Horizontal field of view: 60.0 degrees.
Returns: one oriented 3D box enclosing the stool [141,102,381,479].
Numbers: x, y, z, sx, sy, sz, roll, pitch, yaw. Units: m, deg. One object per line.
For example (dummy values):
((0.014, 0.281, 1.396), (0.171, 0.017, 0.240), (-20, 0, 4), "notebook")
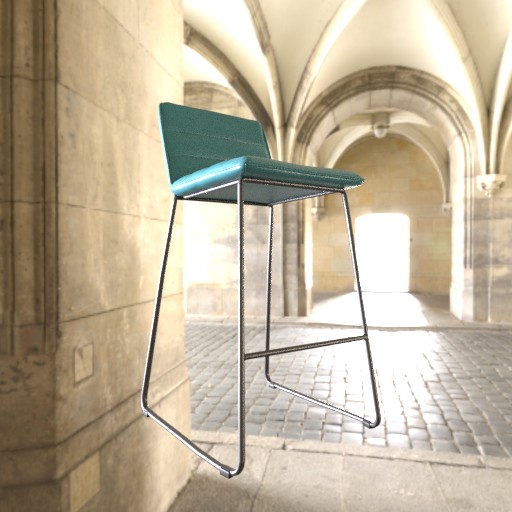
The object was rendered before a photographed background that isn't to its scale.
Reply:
((0.000, 0.000, 1.255), (0.489, 0.936, 0.524), (0, 1, -35), "stool")
